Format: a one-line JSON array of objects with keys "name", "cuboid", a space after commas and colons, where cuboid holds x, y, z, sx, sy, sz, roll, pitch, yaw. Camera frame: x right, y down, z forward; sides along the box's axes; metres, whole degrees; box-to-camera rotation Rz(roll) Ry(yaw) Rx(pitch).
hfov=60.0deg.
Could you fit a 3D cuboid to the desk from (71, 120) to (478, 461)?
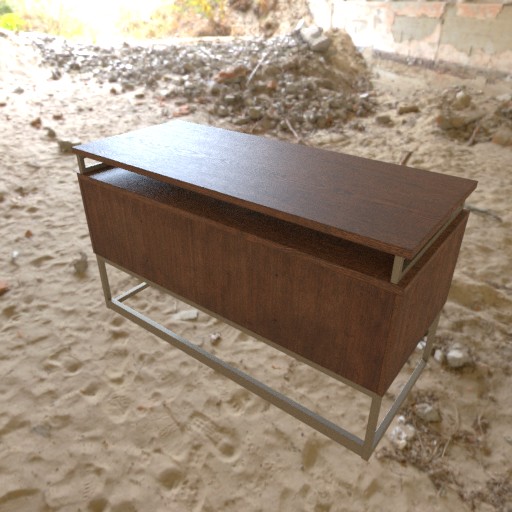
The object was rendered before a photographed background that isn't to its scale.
[{"name": "desk", "cuboid": [0.000, 0.000, 1.804, 1.384, 0.792, 0.610, 21, 36, 32]}]
